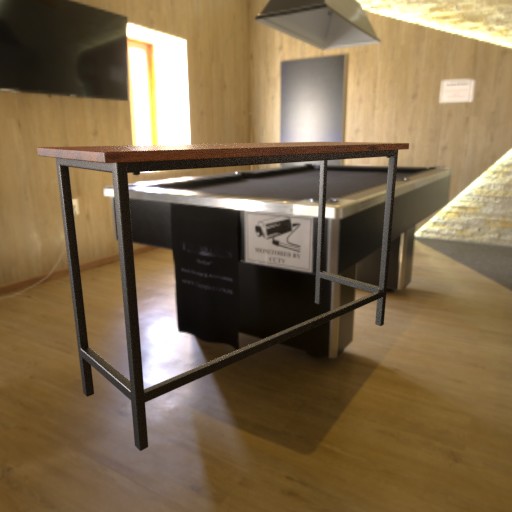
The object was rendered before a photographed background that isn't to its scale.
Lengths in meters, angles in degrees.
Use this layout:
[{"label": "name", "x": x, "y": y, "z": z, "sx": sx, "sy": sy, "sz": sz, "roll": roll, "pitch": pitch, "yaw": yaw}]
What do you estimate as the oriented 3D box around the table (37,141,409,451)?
[{"label": "table", "x": 0.000, "y": 0.000, "z": 1.522, "sx": 1.204, "sy": 0.740, "sz": 0.408, "roll": -14, "pitch": 21, "yaw": -41}]
